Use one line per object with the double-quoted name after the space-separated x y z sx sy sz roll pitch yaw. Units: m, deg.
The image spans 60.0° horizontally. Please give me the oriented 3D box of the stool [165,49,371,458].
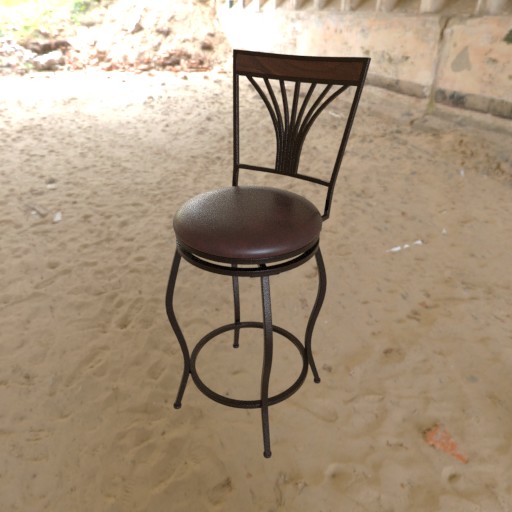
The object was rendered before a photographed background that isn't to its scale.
0.000 0.000 1.376 0.433 1.117 0.514 17 34 27 "stool"
